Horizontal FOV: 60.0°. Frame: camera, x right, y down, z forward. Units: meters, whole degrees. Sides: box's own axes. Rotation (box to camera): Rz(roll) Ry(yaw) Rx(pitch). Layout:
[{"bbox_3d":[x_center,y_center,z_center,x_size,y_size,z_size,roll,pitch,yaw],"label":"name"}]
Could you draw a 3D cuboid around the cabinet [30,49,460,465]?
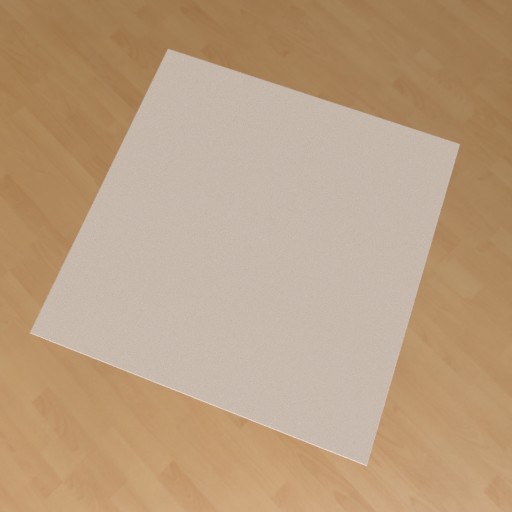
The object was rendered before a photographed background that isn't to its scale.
[{"bbox_3d":[0.000,0.000,1.285,0.800,0.460,0.800,20,77,5],"label":"cabinet"}]
